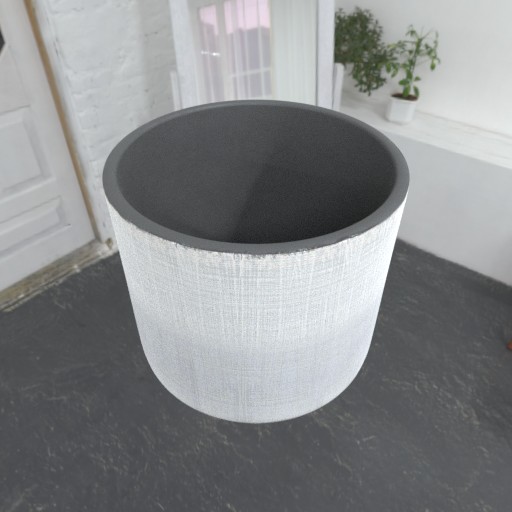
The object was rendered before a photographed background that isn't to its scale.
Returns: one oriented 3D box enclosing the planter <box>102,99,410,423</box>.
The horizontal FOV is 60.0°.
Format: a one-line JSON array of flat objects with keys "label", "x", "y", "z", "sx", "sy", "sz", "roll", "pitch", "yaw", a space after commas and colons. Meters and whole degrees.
[{"label": "planter", "x": 0.000, "y": 0.000, "z": 0.441, "sx": 0.254, "sy": 0.221, "sz": 0.254, "roll": 0, "pitch": 41, "yaw": 0}]
